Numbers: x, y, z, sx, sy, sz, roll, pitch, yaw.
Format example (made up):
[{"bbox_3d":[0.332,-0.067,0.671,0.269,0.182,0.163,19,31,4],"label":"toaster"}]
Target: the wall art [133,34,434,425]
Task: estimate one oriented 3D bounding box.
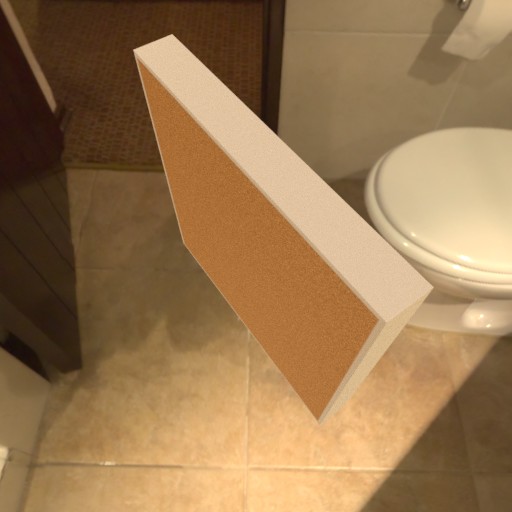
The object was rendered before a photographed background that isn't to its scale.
[{"bbox_3d":[0.000,0.000,0.449,0.038,0.304,0.305,-32,64,-17],"label":"wall art"}]
